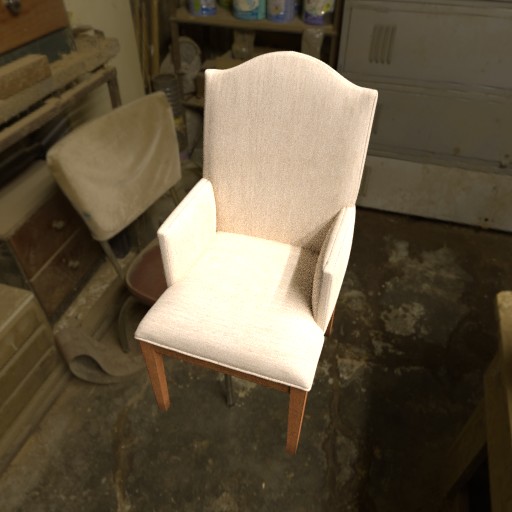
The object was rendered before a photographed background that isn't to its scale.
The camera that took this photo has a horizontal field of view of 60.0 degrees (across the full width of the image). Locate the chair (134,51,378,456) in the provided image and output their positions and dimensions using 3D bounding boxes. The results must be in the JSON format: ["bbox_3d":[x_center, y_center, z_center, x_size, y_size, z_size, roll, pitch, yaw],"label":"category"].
[{"bbox_3d":[0.000,0.000,1.350,0.533,1.016,0.641,13,43,15],"label":"chair"}]
